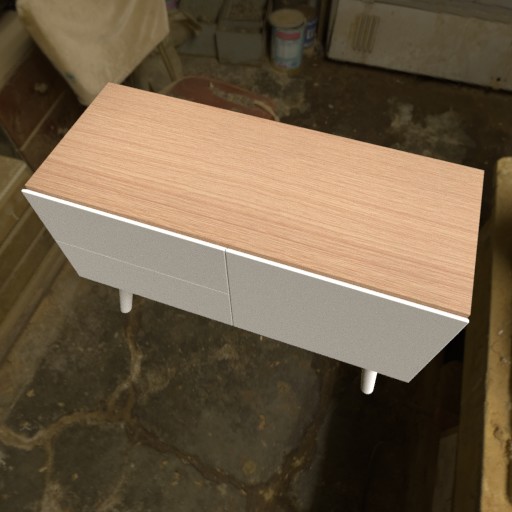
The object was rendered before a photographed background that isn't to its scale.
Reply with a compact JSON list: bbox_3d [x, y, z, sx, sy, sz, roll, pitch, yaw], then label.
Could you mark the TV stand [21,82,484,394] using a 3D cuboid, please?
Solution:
[{"bbox_3d":[0.000,0.000,1.302,0.991,0.660,0.407,16,59,10],"label":"TV stand"}]
